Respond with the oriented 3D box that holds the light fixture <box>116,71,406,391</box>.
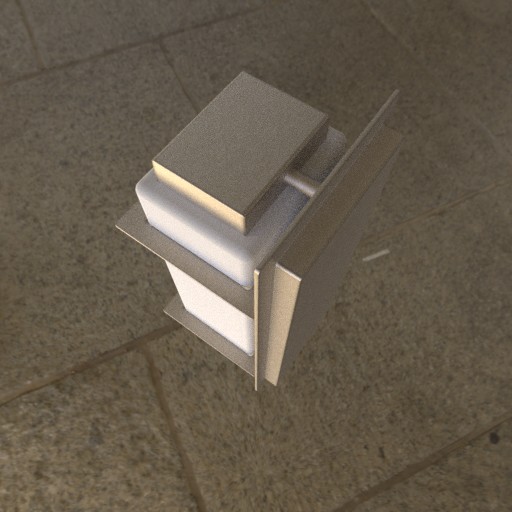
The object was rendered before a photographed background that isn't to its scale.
[{"bbox_3d":[0.000,0.000,0.457,0.160,0.380,0.168,33,68,15],"label":"light fixture"}]
